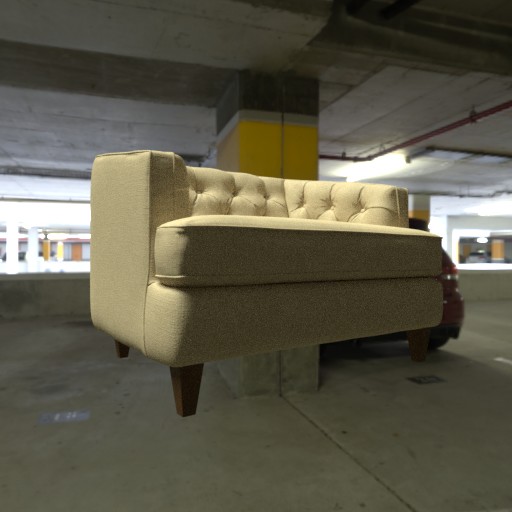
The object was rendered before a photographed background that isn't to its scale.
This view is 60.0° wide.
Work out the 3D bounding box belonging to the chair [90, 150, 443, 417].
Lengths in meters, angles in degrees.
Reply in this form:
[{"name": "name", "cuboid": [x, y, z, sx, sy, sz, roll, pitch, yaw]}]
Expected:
[{"name": "chair", "cuboid": [0.000, 0.000, 1.683, 1.118, 0.787, 0.914, 0, 0, -36]}]
